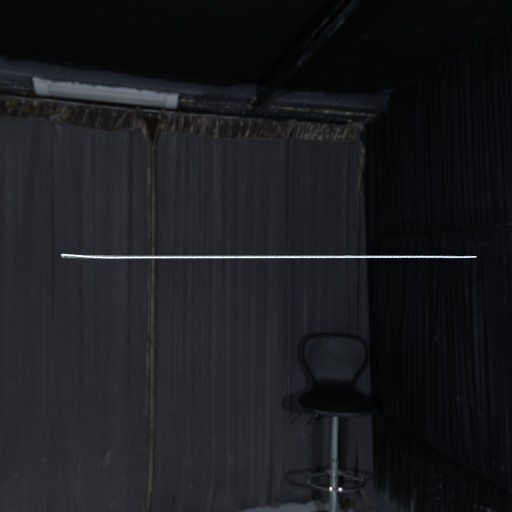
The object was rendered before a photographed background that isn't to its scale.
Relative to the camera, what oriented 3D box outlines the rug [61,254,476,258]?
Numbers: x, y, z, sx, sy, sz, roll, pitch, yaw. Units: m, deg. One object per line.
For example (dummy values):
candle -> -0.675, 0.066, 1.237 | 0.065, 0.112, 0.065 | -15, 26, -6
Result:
rug -> 0.000, 0.000, 2.398 | 1.828, 0.019, 1.209 | 0, 0, -18
